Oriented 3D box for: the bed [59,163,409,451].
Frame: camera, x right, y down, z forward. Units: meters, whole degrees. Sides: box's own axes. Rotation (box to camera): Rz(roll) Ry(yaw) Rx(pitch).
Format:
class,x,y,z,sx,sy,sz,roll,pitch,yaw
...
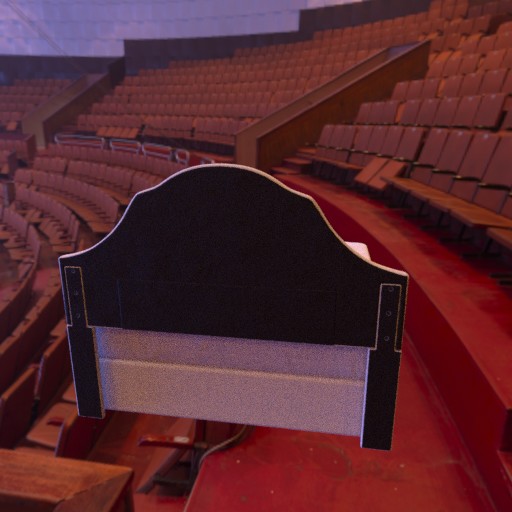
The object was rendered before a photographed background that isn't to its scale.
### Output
class,x,y,z,sx,sy,sz,roll,pitch,yaw
bed,0.000,0.000,3.527,2.008,1.615,2.214,3,17,9
